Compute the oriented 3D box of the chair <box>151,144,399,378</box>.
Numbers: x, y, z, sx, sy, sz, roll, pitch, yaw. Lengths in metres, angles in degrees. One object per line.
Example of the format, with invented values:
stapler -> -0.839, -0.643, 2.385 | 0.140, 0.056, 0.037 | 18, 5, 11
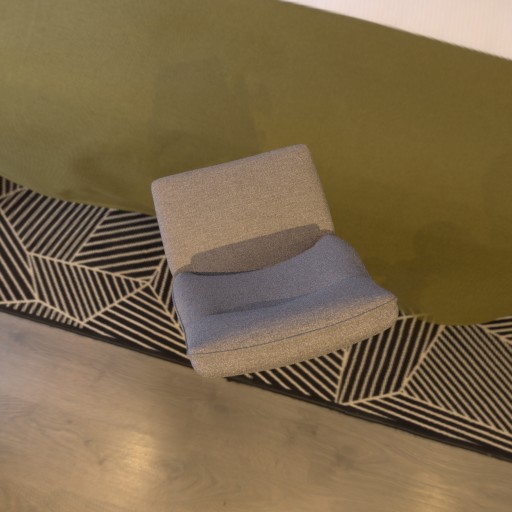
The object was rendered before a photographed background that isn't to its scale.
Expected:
chair -> 0.000, 0.000, 1.251 | 0.500, 0.930, 0.620 | -15, 76, -4
